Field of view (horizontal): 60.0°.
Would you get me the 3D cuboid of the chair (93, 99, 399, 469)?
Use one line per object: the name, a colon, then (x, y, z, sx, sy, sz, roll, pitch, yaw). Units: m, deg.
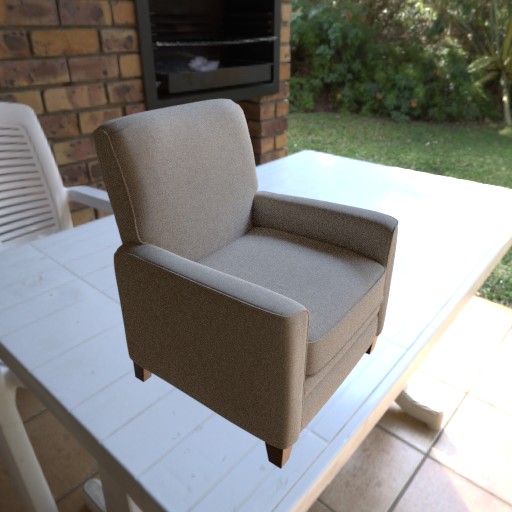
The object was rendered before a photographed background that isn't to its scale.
chair: (0.000, 0.000, 1.673, 0.859, 1.023, 0.845, 19, 33, 32)
